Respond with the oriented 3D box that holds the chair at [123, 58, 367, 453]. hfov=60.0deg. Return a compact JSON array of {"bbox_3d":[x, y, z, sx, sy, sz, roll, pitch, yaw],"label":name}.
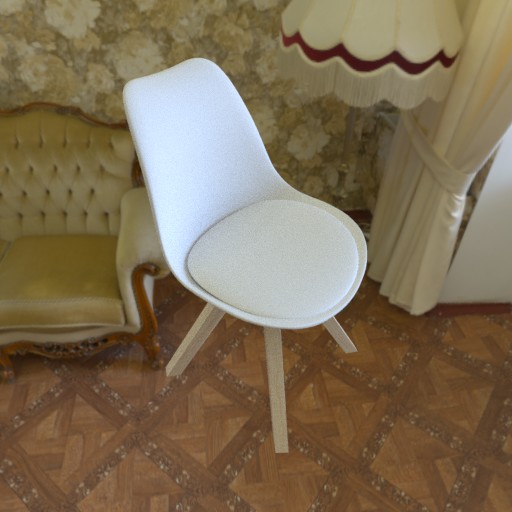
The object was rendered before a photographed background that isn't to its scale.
[{"bbox_3d":[0.000,0.000,1.162,0.550,0.850,0.485,25,46,27],"label":"chair"}]
